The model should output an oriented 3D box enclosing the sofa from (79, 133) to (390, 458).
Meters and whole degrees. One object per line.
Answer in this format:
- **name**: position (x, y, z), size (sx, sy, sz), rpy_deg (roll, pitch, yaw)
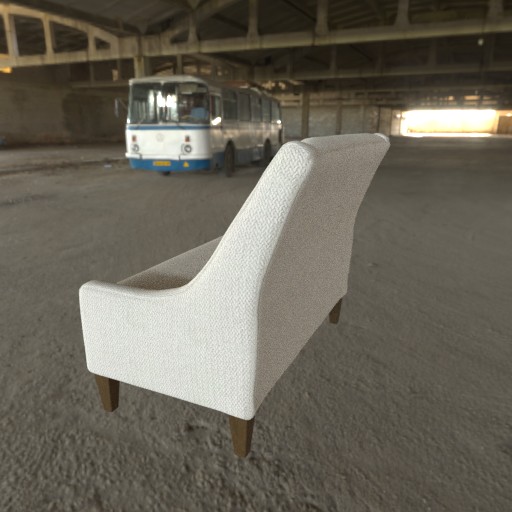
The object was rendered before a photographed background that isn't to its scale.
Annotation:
- **sofa**: position (0.000, 0.000, 1.921), size (0.870, 1.022, 1.242), rpy_deg (8, 18, 24)
